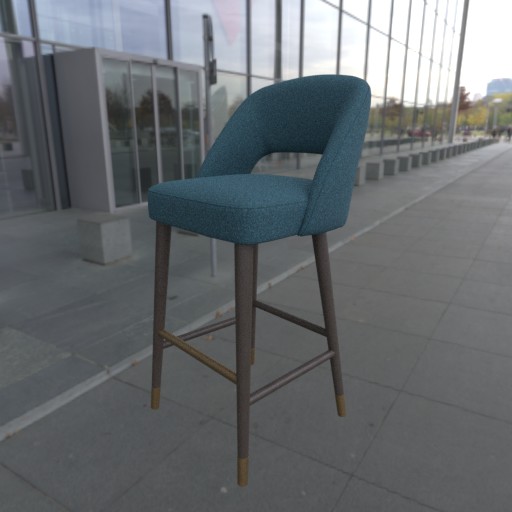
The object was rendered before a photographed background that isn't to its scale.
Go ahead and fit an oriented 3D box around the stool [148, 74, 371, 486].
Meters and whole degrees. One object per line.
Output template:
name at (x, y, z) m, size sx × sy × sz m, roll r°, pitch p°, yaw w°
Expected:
stool at (0.000, 0.000, 1.315) m, size 0.522 × 1.032 × 0.536 m, roll -14°, pitch 21°, yaw -40°
